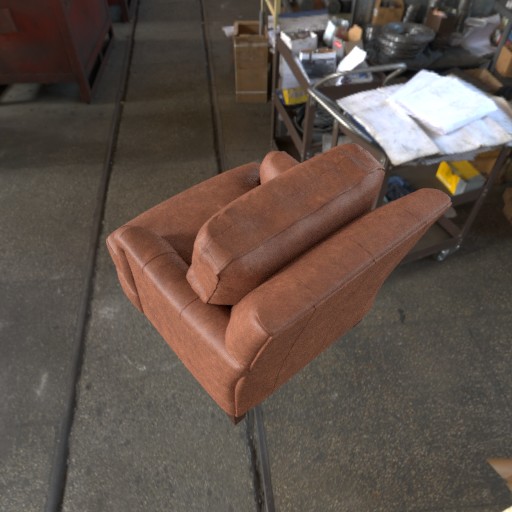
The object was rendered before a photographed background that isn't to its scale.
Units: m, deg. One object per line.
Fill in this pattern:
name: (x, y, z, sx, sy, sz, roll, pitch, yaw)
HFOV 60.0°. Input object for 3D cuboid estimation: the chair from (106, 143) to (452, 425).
chair: (0.000, 0.000, 2.010, 0.986, 1.055, 1.158, -32, 55, -26)
